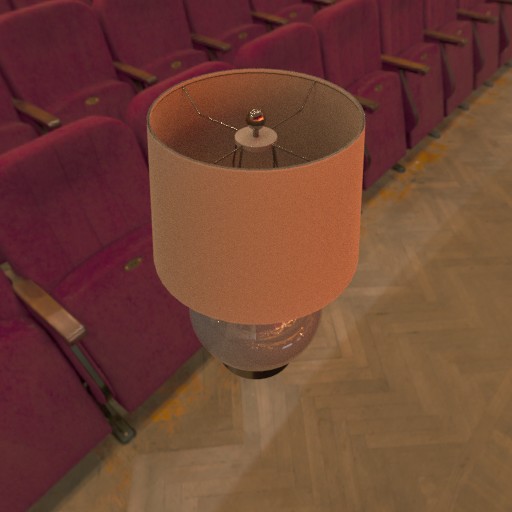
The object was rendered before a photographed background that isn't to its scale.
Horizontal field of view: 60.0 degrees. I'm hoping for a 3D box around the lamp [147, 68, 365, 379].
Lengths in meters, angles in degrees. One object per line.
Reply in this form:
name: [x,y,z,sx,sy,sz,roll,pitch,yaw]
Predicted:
lamp: [0.000,0.000,0.556,0.247,0.387,0.247,0,44,0]
